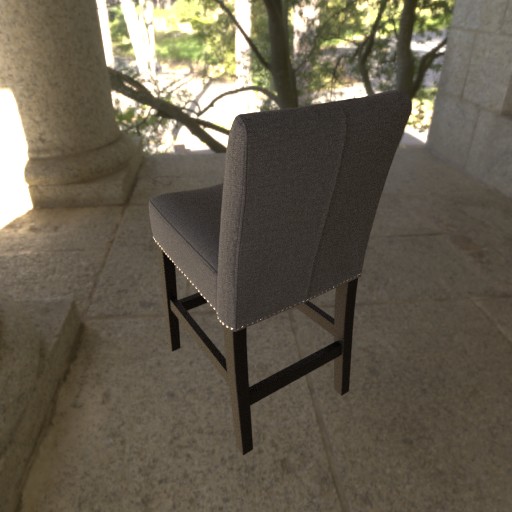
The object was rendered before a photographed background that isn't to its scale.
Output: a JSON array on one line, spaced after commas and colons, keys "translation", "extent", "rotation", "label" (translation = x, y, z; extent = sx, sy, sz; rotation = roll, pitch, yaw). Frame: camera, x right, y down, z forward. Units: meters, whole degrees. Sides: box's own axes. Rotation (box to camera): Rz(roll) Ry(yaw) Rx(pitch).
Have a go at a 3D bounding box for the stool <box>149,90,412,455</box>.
[{"translation": [0.000, 0.000, 1.201], "extent": [0.427, 0.885, 0.571], "rotation": [-20, 35, -30], "label": "stool"}]
